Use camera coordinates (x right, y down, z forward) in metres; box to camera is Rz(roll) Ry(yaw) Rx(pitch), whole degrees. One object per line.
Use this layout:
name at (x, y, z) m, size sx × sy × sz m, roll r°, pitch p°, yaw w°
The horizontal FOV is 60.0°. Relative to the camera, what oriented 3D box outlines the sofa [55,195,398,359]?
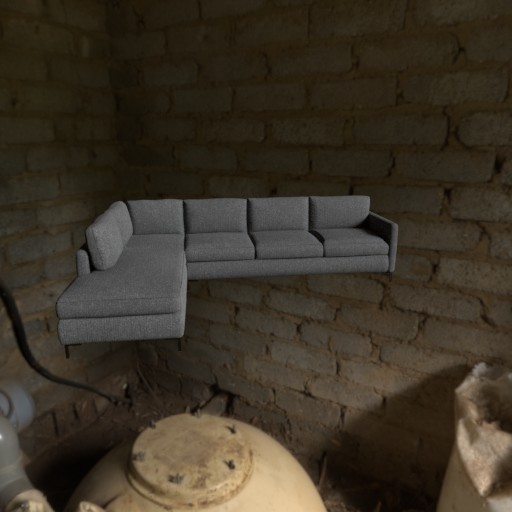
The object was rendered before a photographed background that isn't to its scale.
sofa at (0.000, 0.000, 4.014) m, size 2.949 × 0.815 × 2.007 m, roll -2°, pitch 16°, yaw -8°
